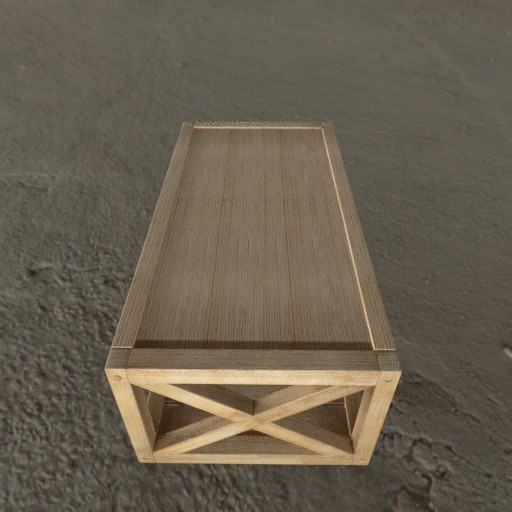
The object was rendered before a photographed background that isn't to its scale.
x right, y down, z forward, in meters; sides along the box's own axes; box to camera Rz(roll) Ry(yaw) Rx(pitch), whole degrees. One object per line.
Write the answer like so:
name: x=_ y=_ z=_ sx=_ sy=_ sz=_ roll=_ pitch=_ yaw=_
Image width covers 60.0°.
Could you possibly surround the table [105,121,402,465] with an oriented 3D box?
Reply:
table: x=0.000 y=0.000 z=1.623 sx=0.660 sy=0.457 sz=1.321 roll=0 pitch=41 yaw=0
